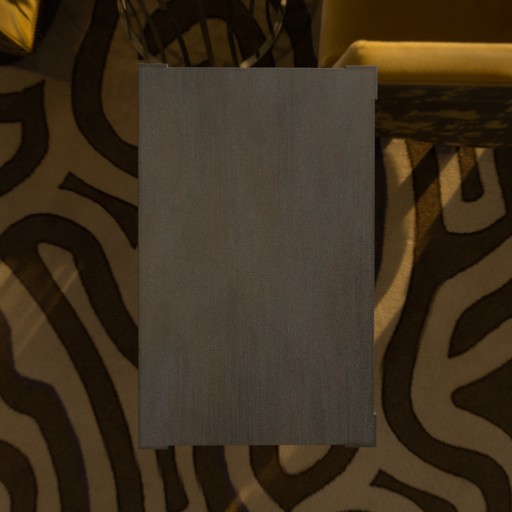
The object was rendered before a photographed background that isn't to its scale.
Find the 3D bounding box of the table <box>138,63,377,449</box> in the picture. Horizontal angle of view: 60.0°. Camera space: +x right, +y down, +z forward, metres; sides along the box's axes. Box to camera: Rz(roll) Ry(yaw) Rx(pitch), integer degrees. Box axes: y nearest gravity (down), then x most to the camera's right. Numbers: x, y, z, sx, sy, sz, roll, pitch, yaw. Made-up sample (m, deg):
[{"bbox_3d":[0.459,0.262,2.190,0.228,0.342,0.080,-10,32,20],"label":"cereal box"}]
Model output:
[{"bbox_3d":[0.000,0.000,1.090,0.413,0.660,0.660,0,90,-1],"label":"table"}]
